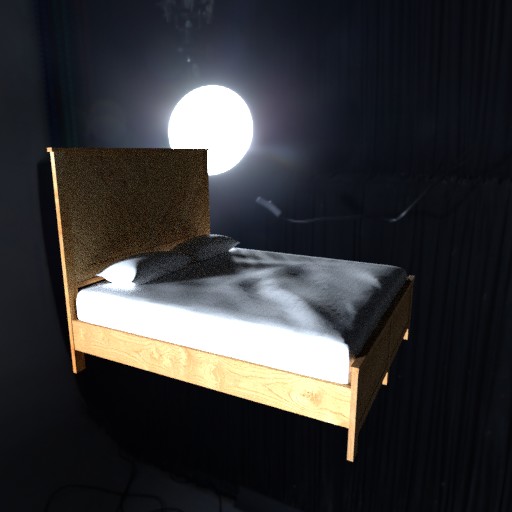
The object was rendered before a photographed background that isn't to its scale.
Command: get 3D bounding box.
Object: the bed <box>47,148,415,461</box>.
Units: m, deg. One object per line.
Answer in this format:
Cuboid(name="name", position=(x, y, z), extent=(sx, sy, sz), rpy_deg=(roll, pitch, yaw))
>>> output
Cuboid(name="bed", position=(0.000, 0.000, 3.557), extent=(2.201, 1.686, 1.936), rpy_deg=(7, 15, 27))
